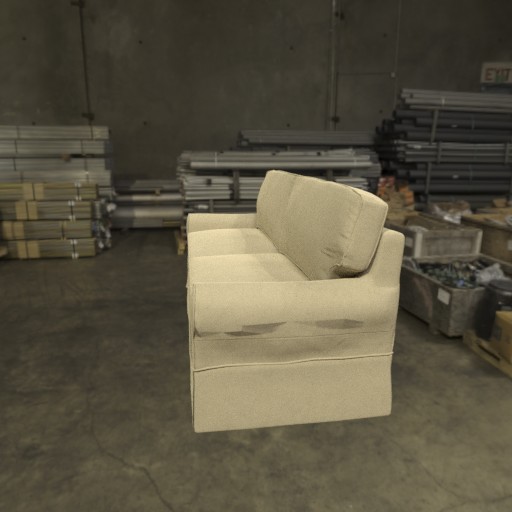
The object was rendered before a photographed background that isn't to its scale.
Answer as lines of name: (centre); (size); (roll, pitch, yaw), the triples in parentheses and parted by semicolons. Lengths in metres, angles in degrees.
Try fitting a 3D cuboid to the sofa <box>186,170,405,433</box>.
sofa: (0.000, 0.000, 2.799); (0.900, 1.014, 2.246); (-2, 14, -9)
